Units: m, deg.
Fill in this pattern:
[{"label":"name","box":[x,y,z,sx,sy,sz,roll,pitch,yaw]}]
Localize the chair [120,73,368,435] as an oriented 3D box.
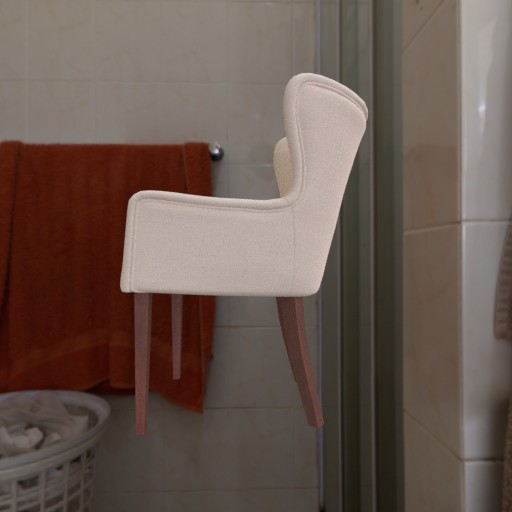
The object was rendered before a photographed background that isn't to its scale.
[{"label":"chair","box":[0.000,0.000,1.516,0.744,0.990,0.696,0,0,0]}]
